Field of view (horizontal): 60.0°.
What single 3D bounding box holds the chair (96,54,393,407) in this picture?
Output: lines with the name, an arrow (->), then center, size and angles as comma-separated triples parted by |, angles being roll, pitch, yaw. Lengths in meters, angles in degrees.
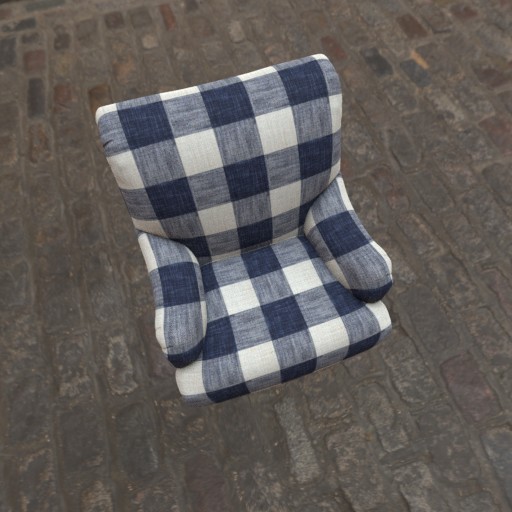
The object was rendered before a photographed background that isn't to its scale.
chair -> 0.000, 0.000, 1.579 | 0.781, 0.953, 0.848 | -17, 65, -8
